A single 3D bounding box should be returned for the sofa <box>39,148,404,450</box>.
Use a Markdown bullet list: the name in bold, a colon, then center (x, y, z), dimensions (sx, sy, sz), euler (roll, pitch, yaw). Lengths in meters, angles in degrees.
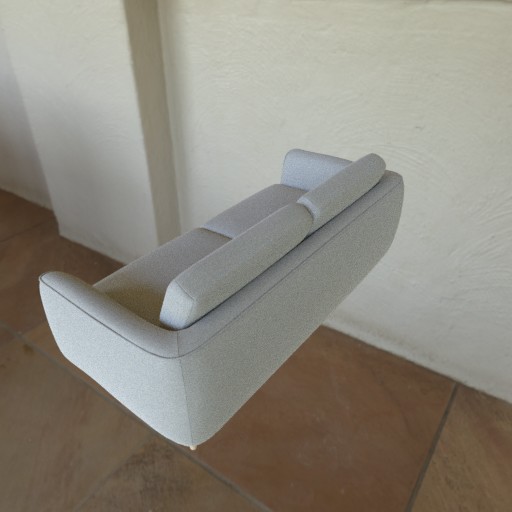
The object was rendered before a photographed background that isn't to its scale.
- **sofa**: center (0.000, 0.000, 2.391), dimensions (0.920, 0.850, 2.000), euler (23, 40, 31)
